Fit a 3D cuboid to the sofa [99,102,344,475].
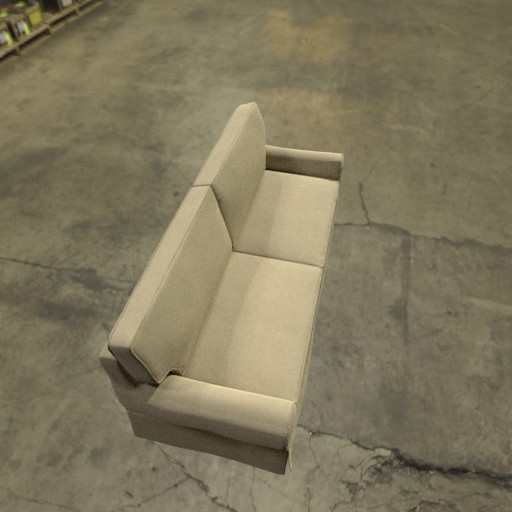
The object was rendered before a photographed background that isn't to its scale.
[{"bbox_3d":[0.000,0.000,2.758,0.900,1.014,2.246,10,47,10],"label":"sofa"}]
